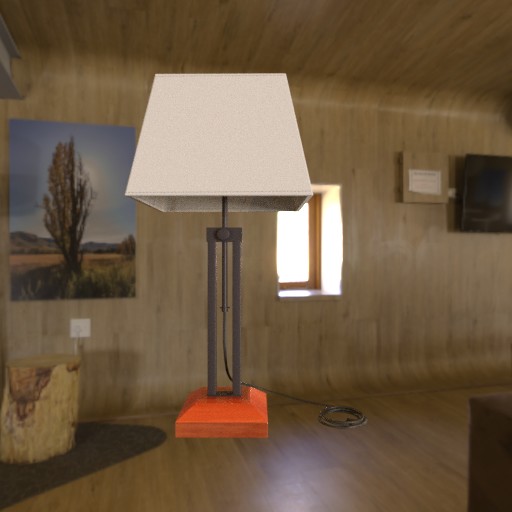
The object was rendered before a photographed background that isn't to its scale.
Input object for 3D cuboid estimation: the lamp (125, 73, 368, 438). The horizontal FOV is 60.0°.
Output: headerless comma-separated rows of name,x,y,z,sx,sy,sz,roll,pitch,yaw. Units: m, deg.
lamp,0.000,0.000,0.993,0.498,0.737,0.310,0,0,1
